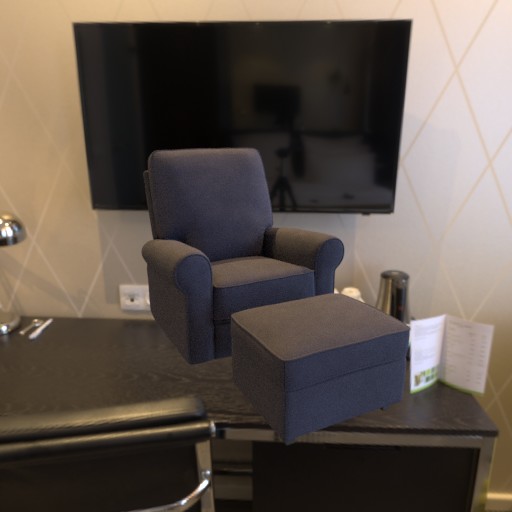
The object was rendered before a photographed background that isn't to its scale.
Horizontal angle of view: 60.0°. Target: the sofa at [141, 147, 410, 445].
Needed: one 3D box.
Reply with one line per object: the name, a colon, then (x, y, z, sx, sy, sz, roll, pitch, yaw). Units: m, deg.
sofa: (0.000, 0.000, 2.091, 0.880, 0.959, 1.478, -8, 17, -26)
